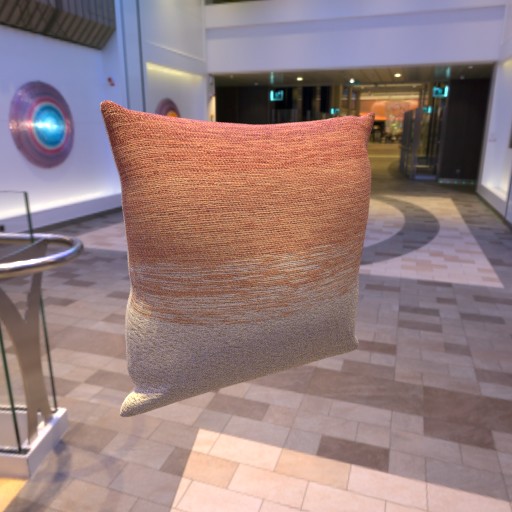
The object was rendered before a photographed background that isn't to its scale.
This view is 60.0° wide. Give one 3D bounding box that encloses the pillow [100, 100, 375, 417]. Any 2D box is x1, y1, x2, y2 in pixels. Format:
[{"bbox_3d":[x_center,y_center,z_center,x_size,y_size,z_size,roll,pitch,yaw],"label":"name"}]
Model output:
[{"bbox_3d":[0.000,0.000,0.680,0.440,0.441,0.182,-8,18,-26],"label":"pillow"}]
